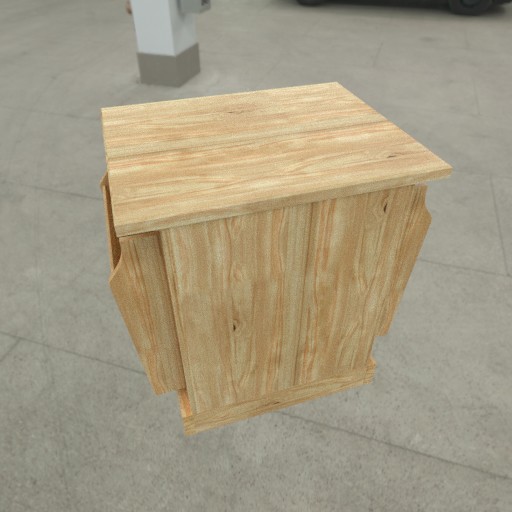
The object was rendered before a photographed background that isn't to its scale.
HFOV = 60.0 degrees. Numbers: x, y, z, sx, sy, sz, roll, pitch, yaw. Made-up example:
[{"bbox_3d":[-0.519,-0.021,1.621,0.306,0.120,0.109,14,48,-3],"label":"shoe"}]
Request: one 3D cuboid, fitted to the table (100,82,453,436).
[{"bbox_3d":[0.000,0.000,0.880,0.530,0.515,0.380,-11,41,-13],"label":"table"}]
